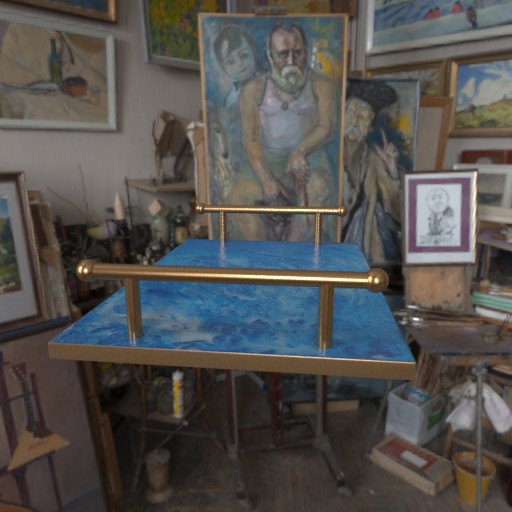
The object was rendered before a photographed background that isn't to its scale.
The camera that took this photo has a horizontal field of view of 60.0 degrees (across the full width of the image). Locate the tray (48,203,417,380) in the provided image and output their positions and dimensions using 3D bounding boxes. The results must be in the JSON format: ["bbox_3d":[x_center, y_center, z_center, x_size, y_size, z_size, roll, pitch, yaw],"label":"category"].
[{"bbox_3d":[0.000,0.000,0.566,0.304,0.084,0.444,2,14,7],"label":"tray"}]
